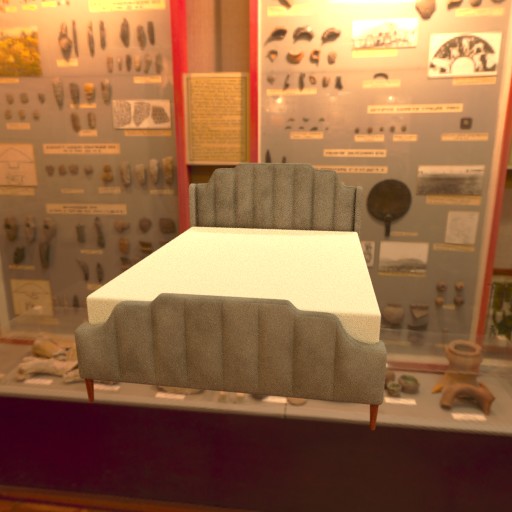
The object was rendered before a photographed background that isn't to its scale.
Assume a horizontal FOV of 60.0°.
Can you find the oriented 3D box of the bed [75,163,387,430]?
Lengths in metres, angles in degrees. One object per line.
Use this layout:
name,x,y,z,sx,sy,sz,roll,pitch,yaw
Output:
bed,0.000,0.000,3.344,1.676,1.245,2.340,2,15,9
